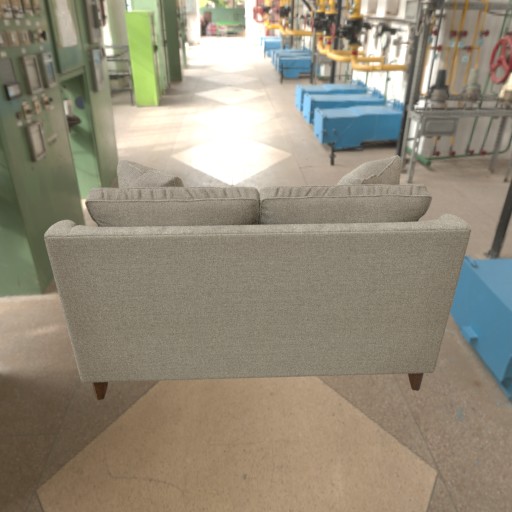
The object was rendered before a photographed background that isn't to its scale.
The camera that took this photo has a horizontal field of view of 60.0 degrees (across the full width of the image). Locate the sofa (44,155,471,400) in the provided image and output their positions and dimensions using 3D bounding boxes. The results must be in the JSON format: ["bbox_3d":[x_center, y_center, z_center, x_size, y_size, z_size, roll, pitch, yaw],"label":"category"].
[{"bbox_3d":[0.000,0.000,2.002,1.422,0.863,0.915,-1,29,-2],"label":"sofa"}]
